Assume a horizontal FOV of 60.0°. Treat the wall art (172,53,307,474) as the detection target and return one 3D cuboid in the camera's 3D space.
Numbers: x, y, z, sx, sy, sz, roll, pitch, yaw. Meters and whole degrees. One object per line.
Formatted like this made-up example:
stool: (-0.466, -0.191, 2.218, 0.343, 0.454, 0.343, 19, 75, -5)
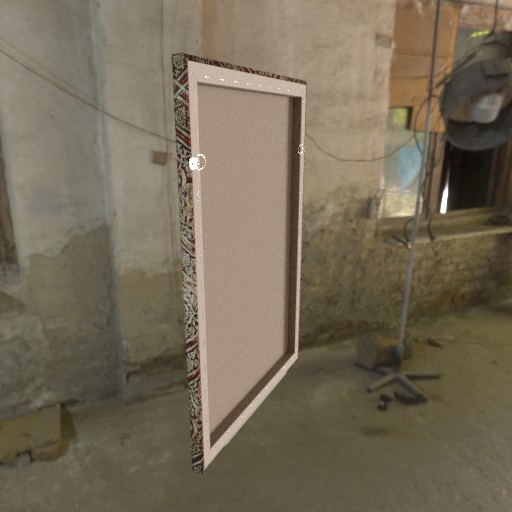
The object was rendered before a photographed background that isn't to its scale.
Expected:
wall art: (0.000, 0.000, 1.166, 0.030, 0.904, 0.599, 8, 18, 26)
